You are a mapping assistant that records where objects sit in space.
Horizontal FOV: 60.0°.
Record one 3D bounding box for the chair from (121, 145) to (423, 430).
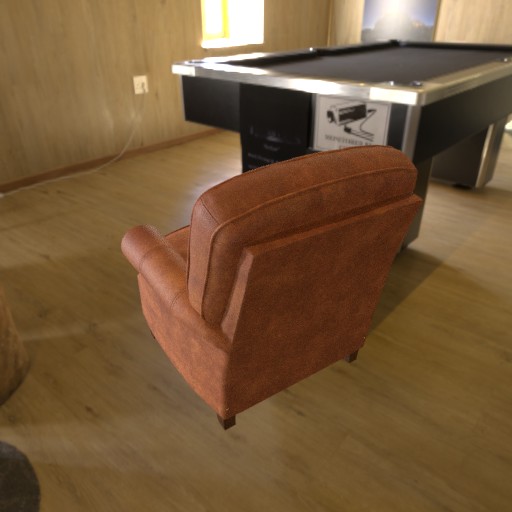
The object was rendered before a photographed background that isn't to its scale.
[{"bbox_3d":[0.000,0.000,1.823,0.936,1.018,0.986,-18,35,-29],"label":"chair"}]
